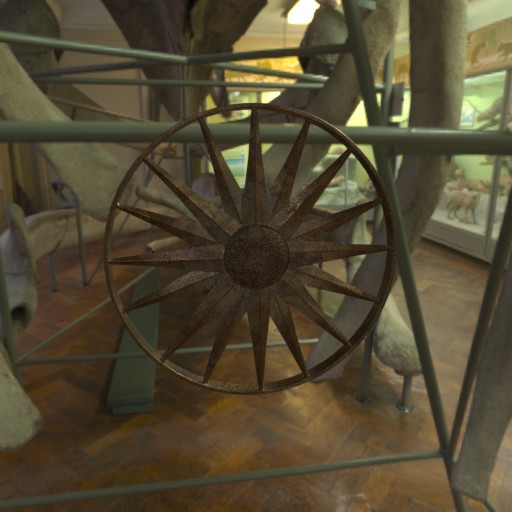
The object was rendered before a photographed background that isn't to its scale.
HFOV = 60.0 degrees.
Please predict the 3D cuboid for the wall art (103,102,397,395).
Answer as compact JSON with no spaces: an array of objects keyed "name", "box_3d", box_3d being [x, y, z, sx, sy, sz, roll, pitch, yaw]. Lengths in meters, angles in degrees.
[{"name":"wall art","box_3d":[0.000,0.000,0.887,0.582,0.583,0.084,-2,16,-8]}]
